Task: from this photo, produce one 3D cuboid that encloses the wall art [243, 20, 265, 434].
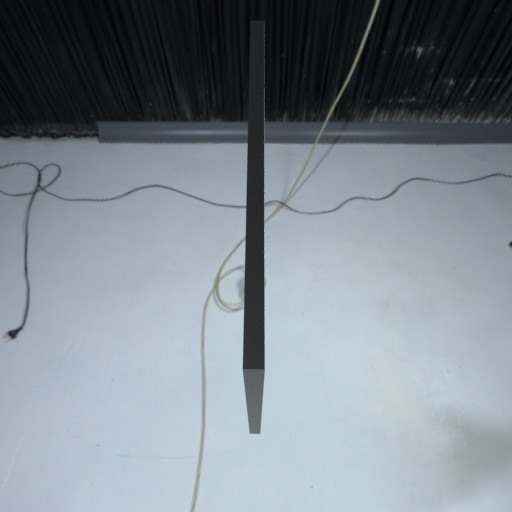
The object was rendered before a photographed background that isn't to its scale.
[{"bbox_3d":[0.000,0.000,1.145,0.031,0.775,0.773,0,62,0],"label":"wall art"}]
